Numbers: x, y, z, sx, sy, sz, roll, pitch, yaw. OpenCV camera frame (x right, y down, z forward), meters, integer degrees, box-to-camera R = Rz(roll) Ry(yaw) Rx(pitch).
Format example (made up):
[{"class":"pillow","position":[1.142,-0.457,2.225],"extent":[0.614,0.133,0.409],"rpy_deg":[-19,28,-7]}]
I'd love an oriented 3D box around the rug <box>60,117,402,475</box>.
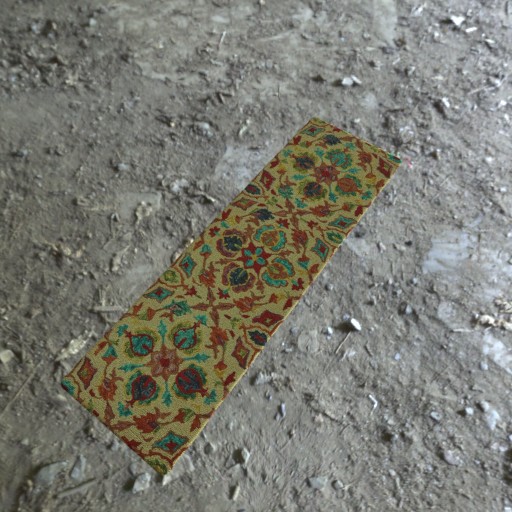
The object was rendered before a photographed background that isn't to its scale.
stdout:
[{"class":"rug","position":[0.000,0.000,2.487],"extent":[0.693,0.016,2.273],"rpy_deg":[32,65,18]}]
